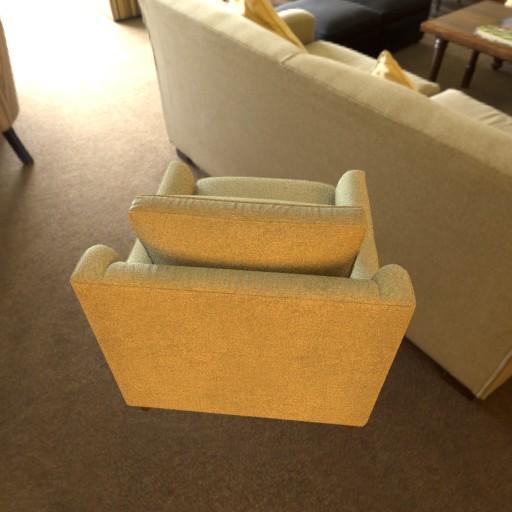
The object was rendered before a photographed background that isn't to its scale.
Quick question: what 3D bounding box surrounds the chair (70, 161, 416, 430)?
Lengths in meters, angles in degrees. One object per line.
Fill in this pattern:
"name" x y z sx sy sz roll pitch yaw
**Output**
"chair" 0.000 0.000 1.590 0.838 0.864 0.918 4 46 4
